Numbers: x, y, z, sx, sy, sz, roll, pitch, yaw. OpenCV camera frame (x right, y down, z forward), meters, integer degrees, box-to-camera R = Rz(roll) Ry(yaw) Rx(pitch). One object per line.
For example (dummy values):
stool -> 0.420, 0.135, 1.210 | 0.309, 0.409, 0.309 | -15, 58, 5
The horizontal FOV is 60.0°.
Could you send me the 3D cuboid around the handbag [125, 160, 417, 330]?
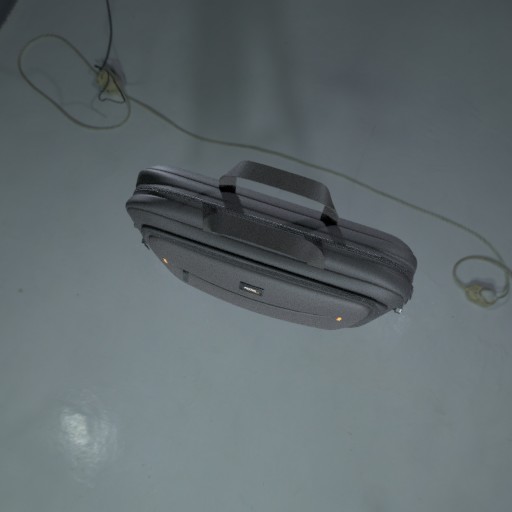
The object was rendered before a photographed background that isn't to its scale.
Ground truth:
handbag -> 0.000, 0.000, 0.592 | 0.429, 0.330, 0.126 | 18, 76, 5
